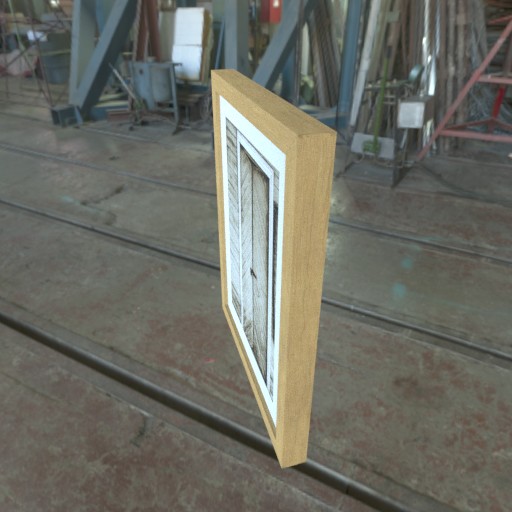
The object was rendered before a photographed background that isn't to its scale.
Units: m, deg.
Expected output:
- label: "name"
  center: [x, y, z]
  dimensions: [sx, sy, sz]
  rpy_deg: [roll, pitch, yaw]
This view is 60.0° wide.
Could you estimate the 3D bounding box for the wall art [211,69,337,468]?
- label: "wall art"
  center: [0.000, 0.000, 0.539]
  dimensions: [0.030, 0.380, 0.312]
  rpy_deg: [-8, 32, -14]
